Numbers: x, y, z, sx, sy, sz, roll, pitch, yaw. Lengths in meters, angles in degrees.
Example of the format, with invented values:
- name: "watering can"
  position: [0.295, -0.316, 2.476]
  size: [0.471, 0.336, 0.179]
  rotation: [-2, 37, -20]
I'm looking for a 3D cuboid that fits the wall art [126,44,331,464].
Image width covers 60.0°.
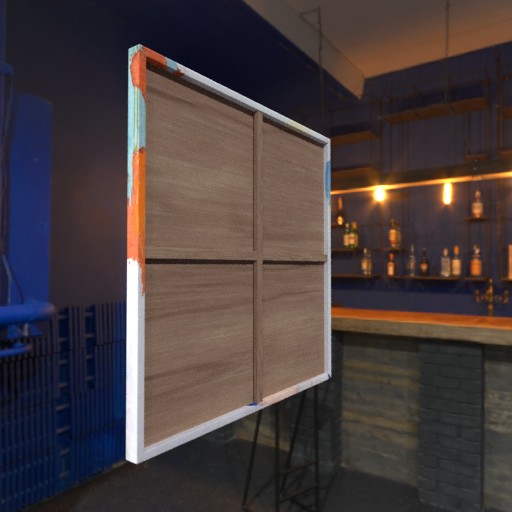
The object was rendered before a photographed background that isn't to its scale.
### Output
- name: "wall art"
  position: [0.000, 0.000, 1.491]
  size: [0.044, 1.017, 1.017]
  rotation: [-1, -2, 36]
